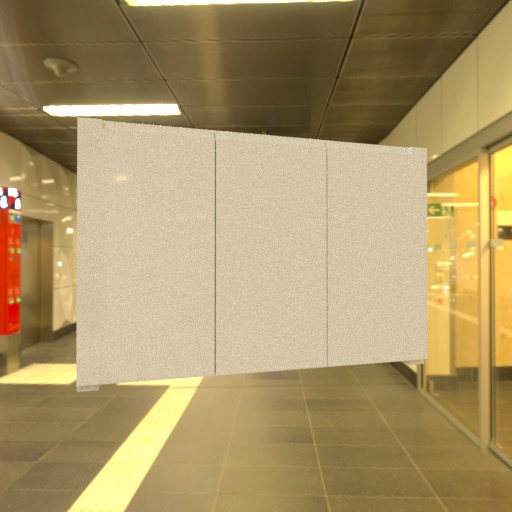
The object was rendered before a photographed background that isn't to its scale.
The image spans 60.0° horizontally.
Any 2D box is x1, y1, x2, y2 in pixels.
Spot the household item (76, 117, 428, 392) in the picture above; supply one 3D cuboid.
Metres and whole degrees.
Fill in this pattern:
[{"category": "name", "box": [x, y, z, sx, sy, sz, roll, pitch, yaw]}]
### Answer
[{"category": "household item", "box": [0.000, 0.000, 1.776, 1.300, 0.867, 0.420, 0, -1, -17]}]
